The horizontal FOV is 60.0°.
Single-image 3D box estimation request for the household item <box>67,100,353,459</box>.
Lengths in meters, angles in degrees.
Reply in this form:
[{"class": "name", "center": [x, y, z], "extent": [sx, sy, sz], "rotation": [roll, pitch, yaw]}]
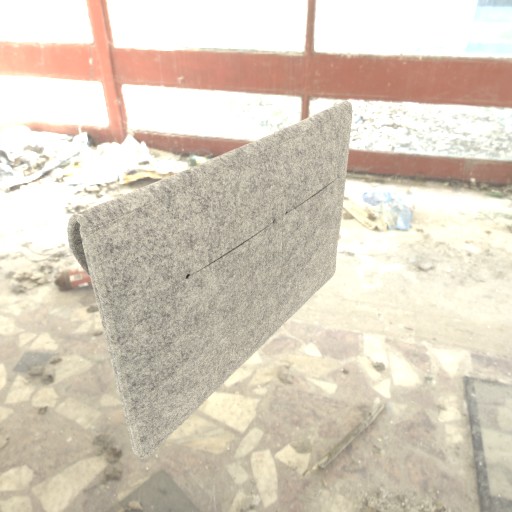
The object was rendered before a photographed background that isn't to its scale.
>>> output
[{"class": "household item", "center": [0.000, 0.000, 0.416], "extent": [0.057, 0.221, 0.335], "rotation": [21, 38, 30]}]
